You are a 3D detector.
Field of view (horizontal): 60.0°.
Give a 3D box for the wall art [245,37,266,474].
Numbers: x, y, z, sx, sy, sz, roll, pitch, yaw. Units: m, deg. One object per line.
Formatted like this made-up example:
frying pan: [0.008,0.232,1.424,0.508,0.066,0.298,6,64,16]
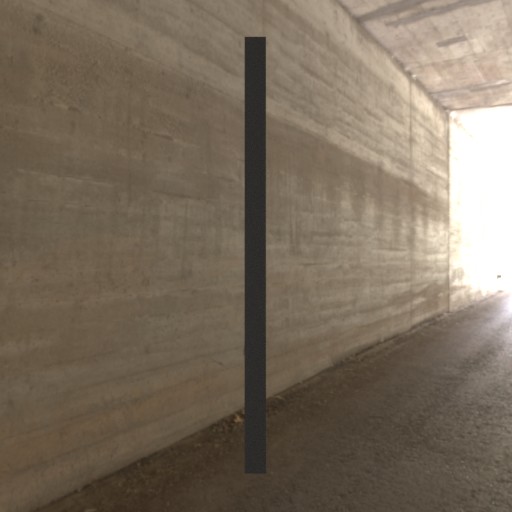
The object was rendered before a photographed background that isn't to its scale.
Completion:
wall art: [0.000,0.000,1.152,0.037,0.760,0.762,0,0,0]
